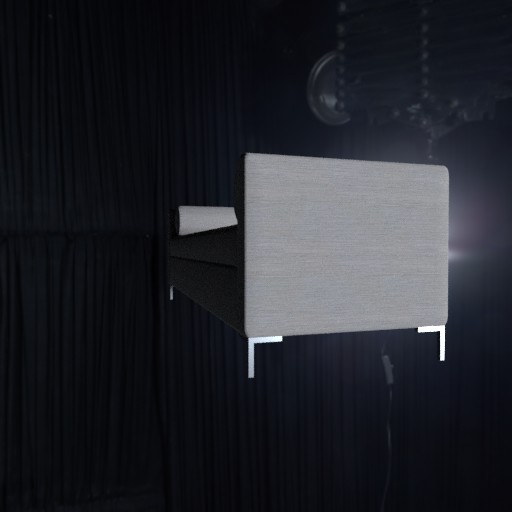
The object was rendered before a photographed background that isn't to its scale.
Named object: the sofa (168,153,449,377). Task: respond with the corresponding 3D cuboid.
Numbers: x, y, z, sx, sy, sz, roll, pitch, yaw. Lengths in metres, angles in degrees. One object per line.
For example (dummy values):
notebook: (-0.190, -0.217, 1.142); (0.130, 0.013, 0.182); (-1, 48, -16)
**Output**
sofa: (0.000, 0.000, 2.255); (0.686, 0.635, 1.981); (0, 1, -17)
